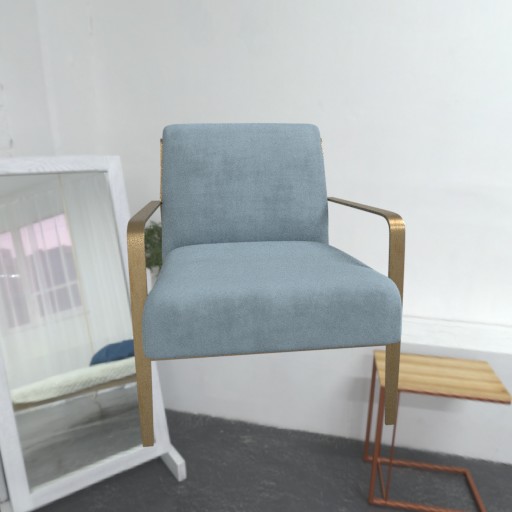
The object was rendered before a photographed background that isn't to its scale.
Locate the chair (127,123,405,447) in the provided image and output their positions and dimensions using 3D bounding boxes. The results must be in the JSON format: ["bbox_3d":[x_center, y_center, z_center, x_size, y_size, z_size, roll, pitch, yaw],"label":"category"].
[{"bbox_3d":[0.000,0.000,1.424,0.701,0.824,0.842,-2,16,-7],"label":"chair"}]
